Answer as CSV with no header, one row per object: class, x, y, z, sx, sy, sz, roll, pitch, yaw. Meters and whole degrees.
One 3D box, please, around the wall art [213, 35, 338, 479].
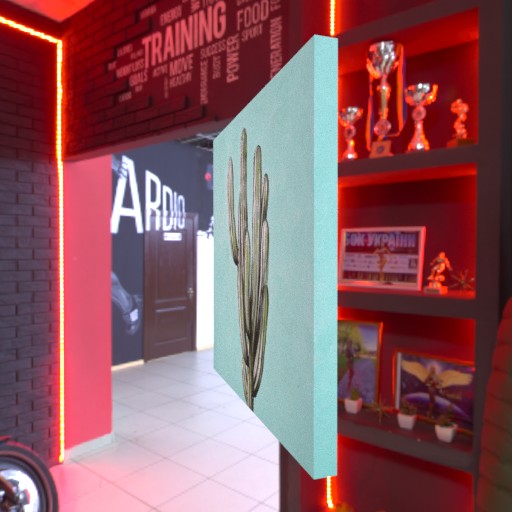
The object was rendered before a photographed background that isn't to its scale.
wall art,0.000,0.000,0.891,0.036,0.603,0.603,0,1,-18
